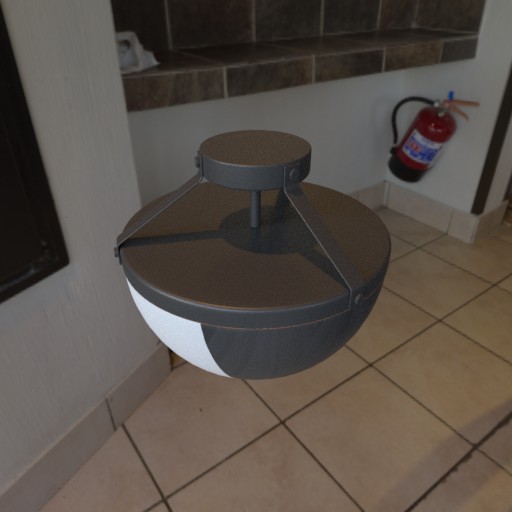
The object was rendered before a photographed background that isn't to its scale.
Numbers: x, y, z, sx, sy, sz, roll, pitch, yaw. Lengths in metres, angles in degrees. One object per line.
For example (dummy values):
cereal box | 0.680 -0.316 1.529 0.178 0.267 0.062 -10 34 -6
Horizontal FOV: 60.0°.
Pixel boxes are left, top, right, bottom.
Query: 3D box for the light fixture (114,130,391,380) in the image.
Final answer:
light fixture | 0.000 0.000 0.530 0.304 0.269 0.304 0 32 0
